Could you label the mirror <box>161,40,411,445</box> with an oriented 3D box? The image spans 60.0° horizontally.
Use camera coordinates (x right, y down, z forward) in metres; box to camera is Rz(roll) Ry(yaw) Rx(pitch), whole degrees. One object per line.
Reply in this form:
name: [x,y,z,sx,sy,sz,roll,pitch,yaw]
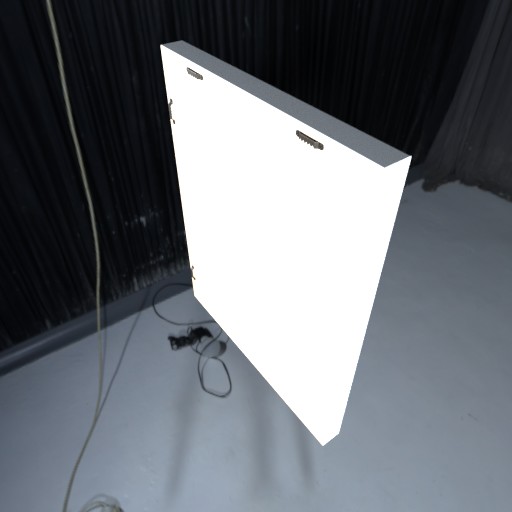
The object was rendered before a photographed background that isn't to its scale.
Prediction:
mirror: [0.000,0.000,0.669,0.041,0.509,0.406,-26,48,-26]
